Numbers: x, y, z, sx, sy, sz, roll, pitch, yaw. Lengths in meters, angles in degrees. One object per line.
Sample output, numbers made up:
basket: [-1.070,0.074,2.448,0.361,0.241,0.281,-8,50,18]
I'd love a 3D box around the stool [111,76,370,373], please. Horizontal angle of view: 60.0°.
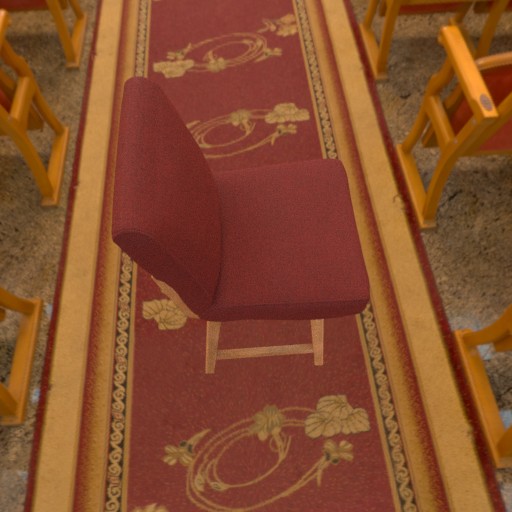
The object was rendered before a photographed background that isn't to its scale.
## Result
stool: [0.000,0.000,1.333,0.562,1.038,0.468,-4,63,-2]
